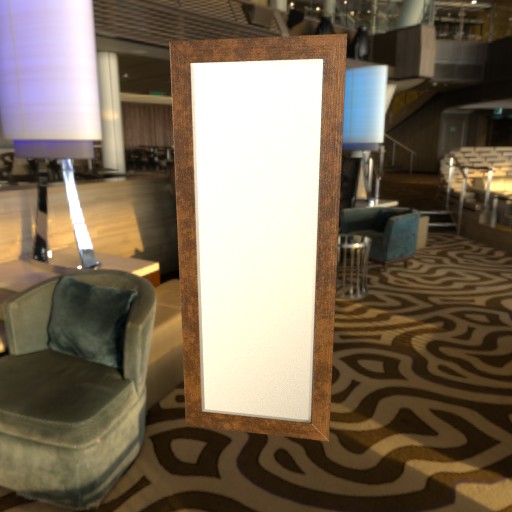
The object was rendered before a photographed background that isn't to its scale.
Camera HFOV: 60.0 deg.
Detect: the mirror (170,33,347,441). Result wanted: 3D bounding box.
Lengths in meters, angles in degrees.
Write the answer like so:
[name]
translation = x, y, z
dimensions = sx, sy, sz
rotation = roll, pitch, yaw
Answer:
[mirror]
translation = 0.000, 0.000, 2.252
dimensions = 0.812, 2.031, 0.032
rotation = 2, 14, 10
